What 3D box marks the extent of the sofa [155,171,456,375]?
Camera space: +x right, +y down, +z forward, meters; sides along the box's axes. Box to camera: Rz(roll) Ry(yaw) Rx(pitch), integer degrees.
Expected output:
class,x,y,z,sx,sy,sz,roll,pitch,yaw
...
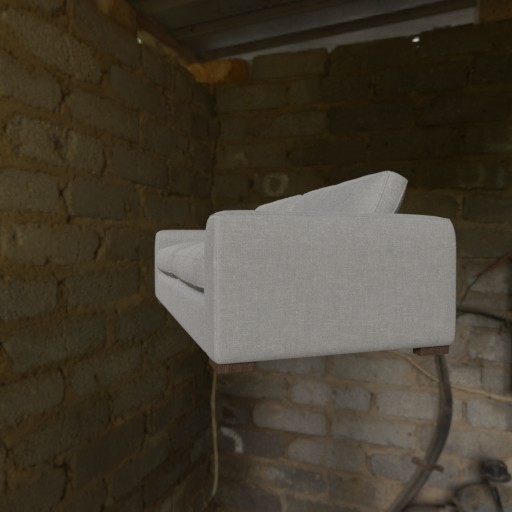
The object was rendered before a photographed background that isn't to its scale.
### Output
class,x,y,z,sx,sy,sz,roll,pitch,yaw
sofa,0.000,0.000,2.756,1.070,0.801,2.262,0,1,-18
